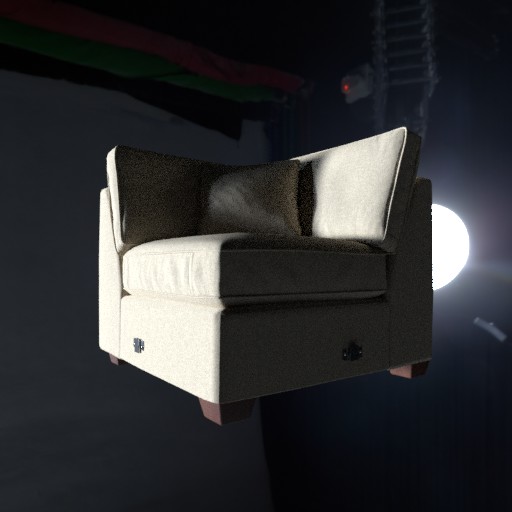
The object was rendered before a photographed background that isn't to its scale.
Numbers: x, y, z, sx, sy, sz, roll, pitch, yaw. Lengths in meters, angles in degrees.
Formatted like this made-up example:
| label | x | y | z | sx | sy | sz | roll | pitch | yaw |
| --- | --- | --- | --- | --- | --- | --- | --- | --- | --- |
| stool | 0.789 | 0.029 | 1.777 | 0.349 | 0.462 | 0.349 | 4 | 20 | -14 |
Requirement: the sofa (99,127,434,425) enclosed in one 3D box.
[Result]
| label | x | y | z | sx | sy | sz | roll | pitch | yaw |
| --- | --- | --- | --- | --- | --- | --- | --- | --- | --- |
| sofa | 0.000 | 0.000 | 1.969 | 1.084 | 1.002 | 1.146 | 1 | -2 | -37 |
